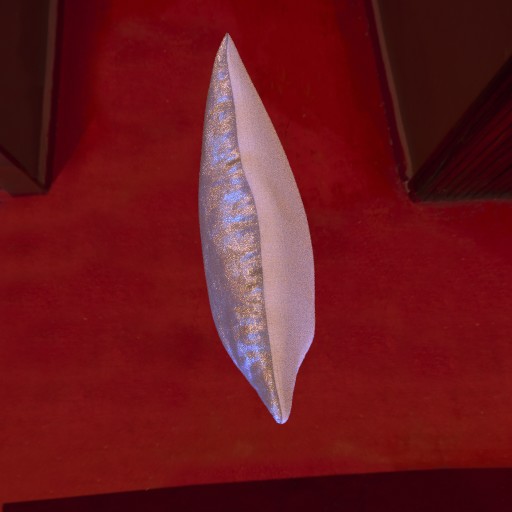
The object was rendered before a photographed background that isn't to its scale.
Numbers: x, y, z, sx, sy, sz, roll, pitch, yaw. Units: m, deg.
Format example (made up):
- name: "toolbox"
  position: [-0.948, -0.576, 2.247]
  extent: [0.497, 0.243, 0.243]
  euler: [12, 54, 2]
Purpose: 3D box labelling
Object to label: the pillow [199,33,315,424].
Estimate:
- name: "pillow"
  position: [0.000, 0.000, 0.721]
  extent: [0.175, 0.464, 0.470]
  euler: [-7, 76, -2]
